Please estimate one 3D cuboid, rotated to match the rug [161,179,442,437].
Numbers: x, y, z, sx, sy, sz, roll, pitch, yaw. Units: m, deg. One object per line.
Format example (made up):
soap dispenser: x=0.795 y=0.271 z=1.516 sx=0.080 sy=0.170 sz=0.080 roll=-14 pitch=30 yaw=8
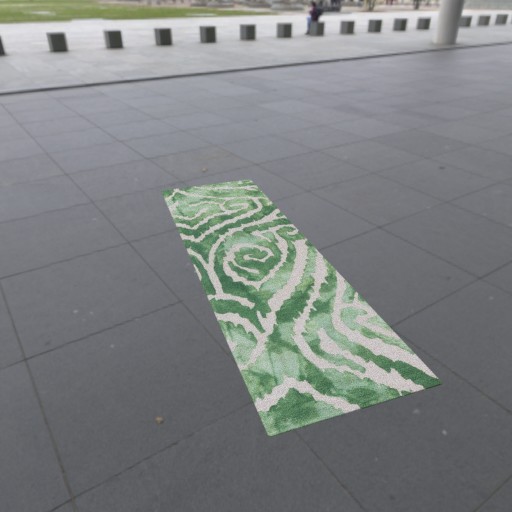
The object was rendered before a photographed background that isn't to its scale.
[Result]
rug: x=0.000 y=0.000 z=2.694 sx=0.761 sy=0.006 sz=2.438 roll=-10 pitch=32 yaw=-17
